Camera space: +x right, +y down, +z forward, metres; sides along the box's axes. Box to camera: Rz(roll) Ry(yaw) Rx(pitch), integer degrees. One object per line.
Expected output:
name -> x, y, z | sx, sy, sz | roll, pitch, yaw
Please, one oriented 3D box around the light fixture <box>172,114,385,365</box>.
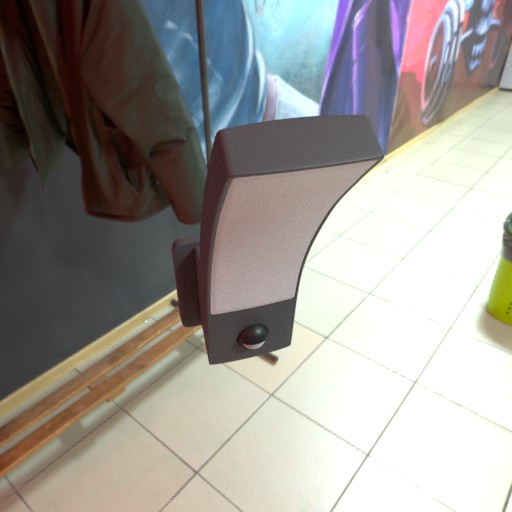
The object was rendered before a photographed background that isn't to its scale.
light fixture -> 0.000, 0.000, 0.336 | 0.108, 0.243, 0.174 | -10, 34, -15
